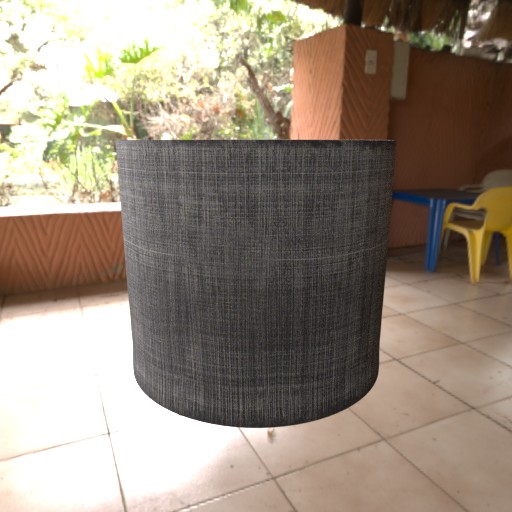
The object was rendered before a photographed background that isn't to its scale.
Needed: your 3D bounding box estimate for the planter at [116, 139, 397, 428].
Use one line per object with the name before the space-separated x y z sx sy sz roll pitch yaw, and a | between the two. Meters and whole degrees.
planter | 0.000 0.000 0.313 0.178 0.157 0.178 0 14 0
